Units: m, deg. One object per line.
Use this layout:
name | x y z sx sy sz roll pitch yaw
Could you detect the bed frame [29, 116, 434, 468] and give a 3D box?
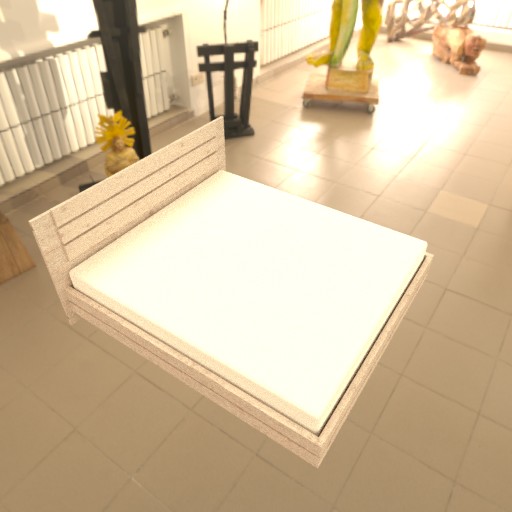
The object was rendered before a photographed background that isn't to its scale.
bed frame | 0.000 0.000 3.212 2.080 0.970 1.950 24 46 25
